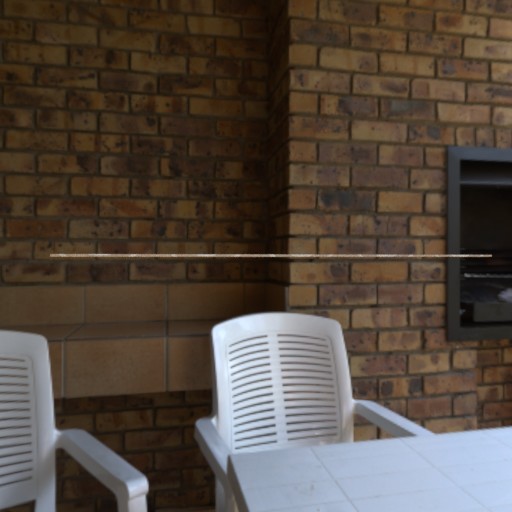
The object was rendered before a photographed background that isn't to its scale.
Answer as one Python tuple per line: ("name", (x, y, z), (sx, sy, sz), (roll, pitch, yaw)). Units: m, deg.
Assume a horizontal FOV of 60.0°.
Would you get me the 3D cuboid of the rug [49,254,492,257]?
("rug", (0.000, 0.000, 2.739), (2.134, 0.010, 1.524), (0, 0, -17))
